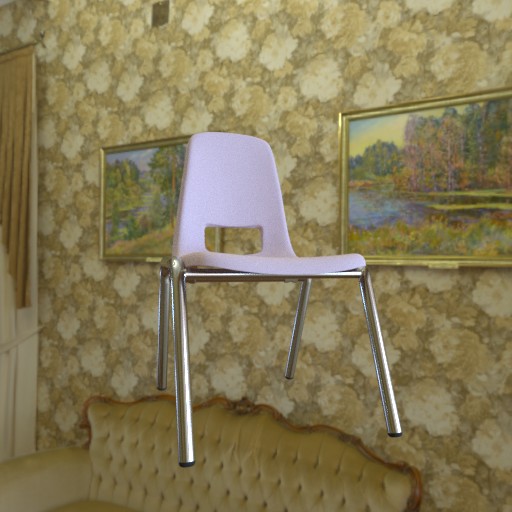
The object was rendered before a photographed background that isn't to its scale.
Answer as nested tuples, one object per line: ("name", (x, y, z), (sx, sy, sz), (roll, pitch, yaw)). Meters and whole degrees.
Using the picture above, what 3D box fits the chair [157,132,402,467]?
("chair", (0.000, 0.000, 0.850), (0.354, 0.586, 0.423), (1, -2, -19))
